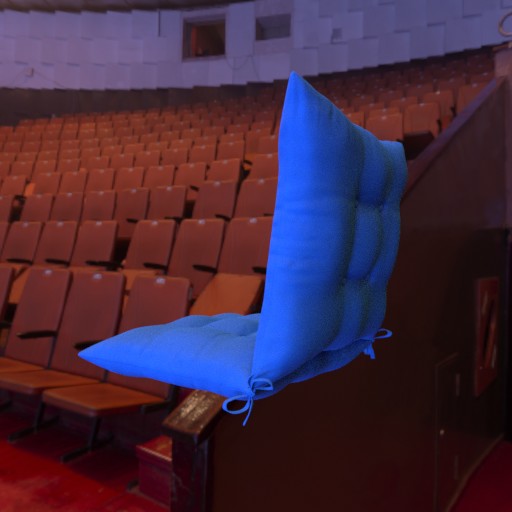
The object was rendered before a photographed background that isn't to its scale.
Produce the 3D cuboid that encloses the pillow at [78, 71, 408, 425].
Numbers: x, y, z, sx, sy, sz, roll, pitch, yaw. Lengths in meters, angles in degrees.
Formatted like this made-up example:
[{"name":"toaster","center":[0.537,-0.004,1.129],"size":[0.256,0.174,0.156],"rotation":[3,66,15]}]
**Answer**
[{"name":"pillow","center":[0.000,0.000,0.986],"size":[0.585,0.536,0.541],"rotation":[0,0,36]}]
